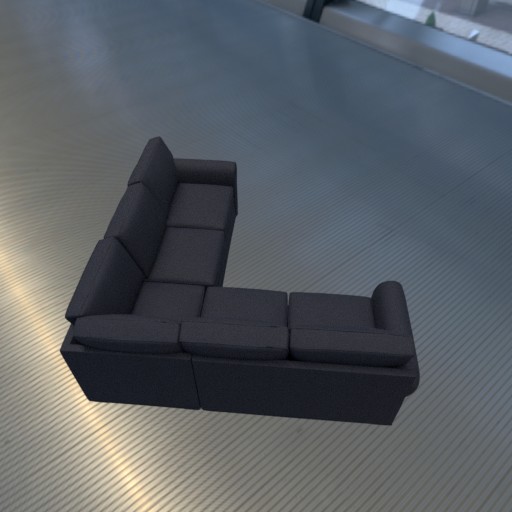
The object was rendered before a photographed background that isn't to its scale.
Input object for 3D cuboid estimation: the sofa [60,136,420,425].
[{"bbox_3d":[0.000,0.000,4.027,2.487,1.042,2.562,3,46,3],"label":"sofa"}]
